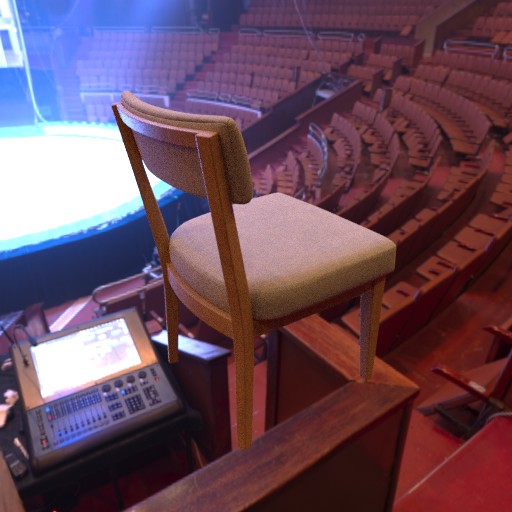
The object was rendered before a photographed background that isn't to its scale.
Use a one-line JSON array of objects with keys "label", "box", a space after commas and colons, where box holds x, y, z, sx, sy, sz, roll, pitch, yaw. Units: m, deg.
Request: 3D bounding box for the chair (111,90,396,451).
[{"label": "chair", "box": [0.000, 0.000, 1.198, 0.572, 0.832, 0.508, -18, 32, -31]}]
